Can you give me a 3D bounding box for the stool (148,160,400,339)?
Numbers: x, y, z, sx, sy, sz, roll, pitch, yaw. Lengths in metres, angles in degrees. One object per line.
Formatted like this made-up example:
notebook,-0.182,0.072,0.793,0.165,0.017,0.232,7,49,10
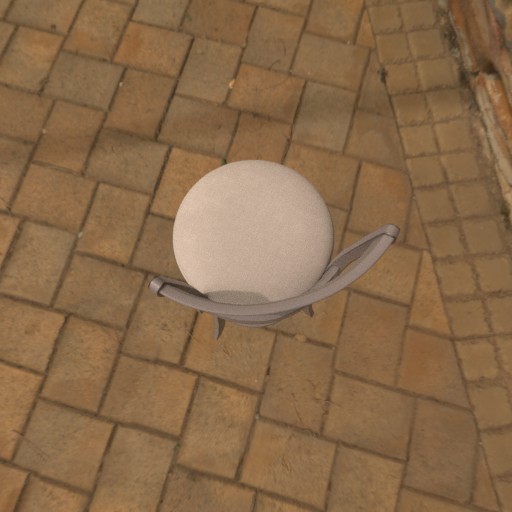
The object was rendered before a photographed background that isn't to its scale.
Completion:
stool,0.000,0.000,1.262,0.436,1.023,0.475,-13,75,-4
